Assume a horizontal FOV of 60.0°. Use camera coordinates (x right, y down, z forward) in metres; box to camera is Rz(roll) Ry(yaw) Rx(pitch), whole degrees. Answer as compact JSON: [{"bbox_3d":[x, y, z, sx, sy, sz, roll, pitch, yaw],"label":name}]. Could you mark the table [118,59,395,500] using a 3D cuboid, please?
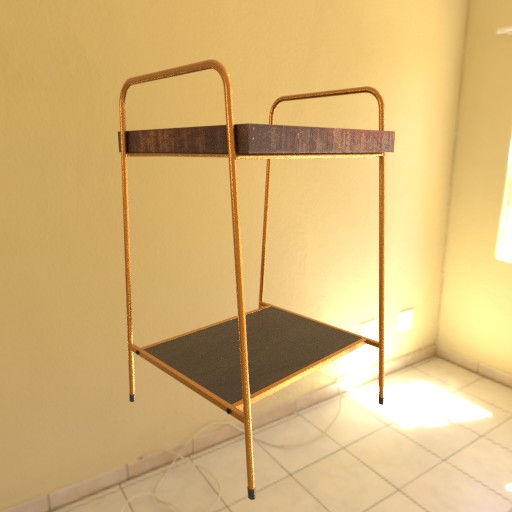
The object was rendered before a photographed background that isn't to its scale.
[{"bbox_3d":[0.000,0.000,0.964,0.430,0.710,0.430,-13,18,-42],"label":"table"}]
